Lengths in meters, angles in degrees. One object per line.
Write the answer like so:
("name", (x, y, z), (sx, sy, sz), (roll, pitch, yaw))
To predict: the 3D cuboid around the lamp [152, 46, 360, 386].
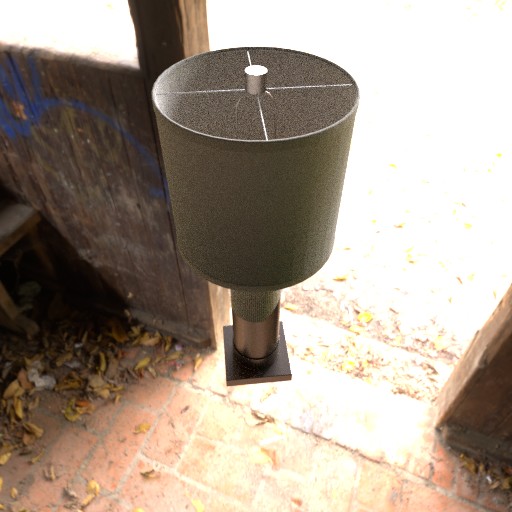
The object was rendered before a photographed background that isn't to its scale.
("lamp", (0.000, 0.000, 0.605), (0.202, 0.509, 0.202), (-4, 46, -4))
